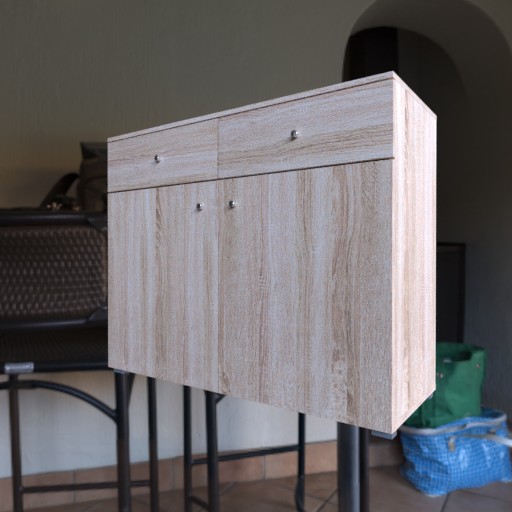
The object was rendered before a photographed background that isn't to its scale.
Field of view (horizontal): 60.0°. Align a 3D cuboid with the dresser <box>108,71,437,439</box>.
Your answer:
[{"bbox_3d":[0.000,0.000,1.557,1.100,0.900,0.450,0,1,35],"label":"dresser"}]
